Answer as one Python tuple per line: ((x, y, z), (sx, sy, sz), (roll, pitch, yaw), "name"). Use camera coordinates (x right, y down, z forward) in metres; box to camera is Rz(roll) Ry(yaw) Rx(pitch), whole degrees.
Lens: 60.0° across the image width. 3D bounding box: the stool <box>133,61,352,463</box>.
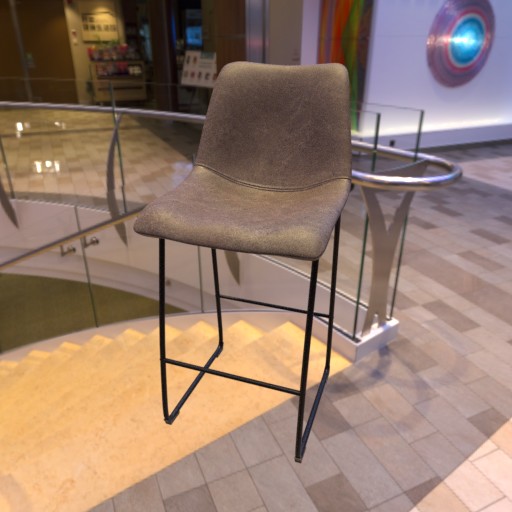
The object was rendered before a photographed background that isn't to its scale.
((0.000, 0.000, 1.367), (0.514, 1.082, 0.561), (9, 27, 18), "stool")
